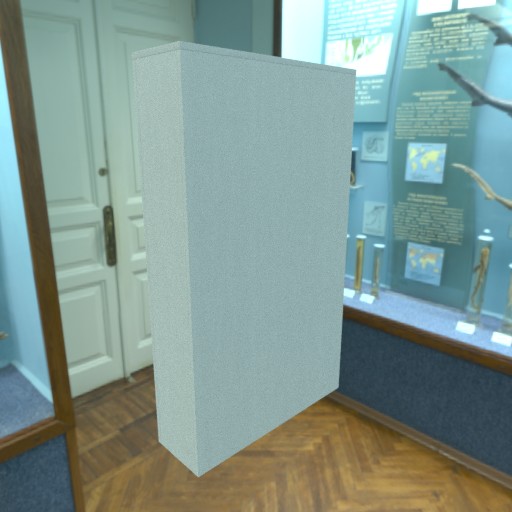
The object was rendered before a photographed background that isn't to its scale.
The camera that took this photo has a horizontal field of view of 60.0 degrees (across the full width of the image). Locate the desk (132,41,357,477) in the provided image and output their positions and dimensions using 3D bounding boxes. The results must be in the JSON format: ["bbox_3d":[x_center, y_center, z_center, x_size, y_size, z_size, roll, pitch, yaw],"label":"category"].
[{"bbox_3d":[0.000,0.000,1.585,0.750,1.280,0.250,-15,21,-42],"label":"desk"}]
